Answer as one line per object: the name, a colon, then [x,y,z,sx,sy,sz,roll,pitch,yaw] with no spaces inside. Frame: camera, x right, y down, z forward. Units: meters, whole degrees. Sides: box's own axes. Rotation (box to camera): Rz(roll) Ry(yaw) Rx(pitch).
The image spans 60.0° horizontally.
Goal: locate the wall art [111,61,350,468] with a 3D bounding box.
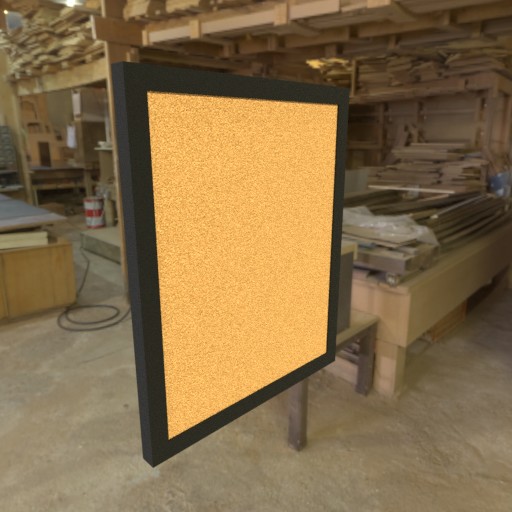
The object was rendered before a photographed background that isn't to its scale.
wall art: [0.000,0.000,0.747,0.457,0.559,0.029,-15,21,-43]
